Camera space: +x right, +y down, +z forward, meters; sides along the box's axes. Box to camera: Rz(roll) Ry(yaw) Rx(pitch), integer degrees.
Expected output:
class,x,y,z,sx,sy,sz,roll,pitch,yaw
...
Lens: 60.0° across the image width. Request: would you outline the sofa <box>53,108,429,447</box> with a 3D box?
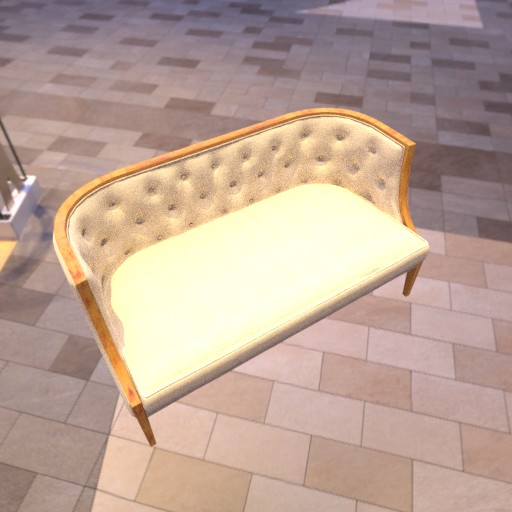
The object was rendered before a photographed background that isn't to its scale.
class,x,y,z,sx,sy,sz,roll,pitch,yaw
sofa,0.000,0.000,1.951,1.474,0.775,0.770,-25,51,-22
